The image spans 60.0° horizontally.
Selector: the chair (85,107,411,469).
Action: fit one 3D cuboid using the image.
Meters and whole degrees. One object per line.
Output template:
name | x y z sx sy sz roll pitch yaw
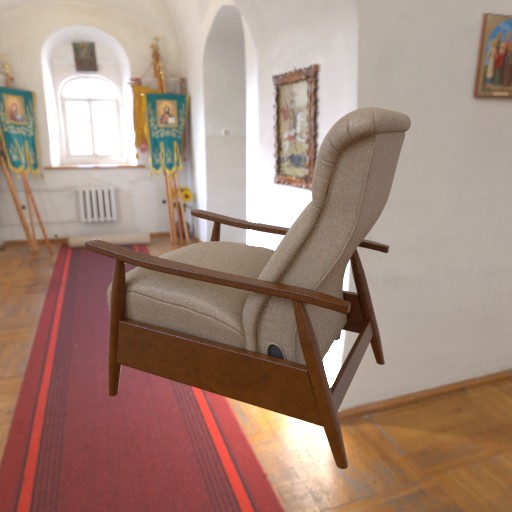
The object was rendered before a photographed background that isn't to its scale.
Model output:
chair | 0.000 0.000 1.746 1.030 1.082 0.762 7 18 24
